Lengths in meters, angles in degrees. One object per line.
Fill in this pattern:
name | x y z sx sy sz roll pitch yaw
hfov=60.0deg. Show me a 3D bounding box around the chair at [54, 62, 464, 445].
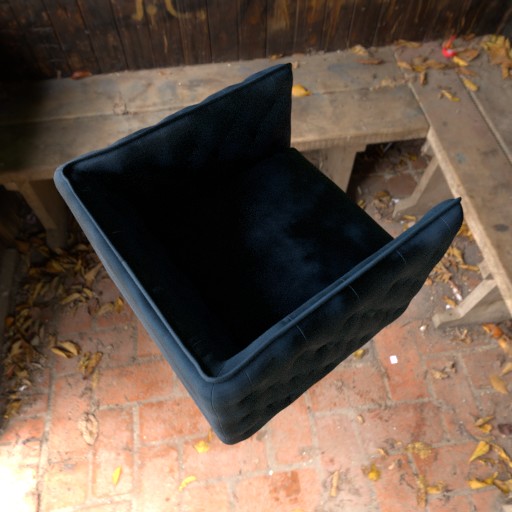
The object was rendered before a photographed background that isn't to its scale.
chair | 0.000 0.000 1.542 0.877 0.771 0.868 -33 64 -18
